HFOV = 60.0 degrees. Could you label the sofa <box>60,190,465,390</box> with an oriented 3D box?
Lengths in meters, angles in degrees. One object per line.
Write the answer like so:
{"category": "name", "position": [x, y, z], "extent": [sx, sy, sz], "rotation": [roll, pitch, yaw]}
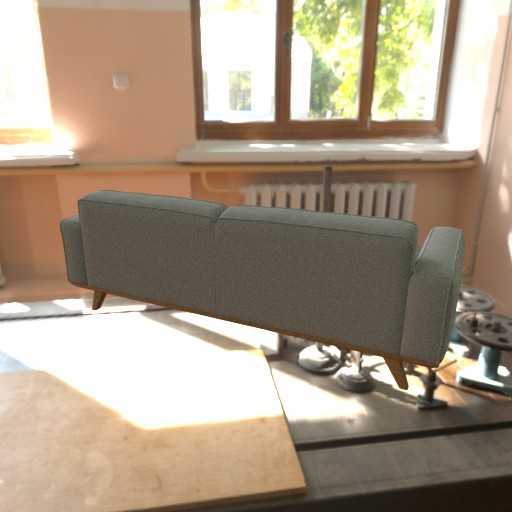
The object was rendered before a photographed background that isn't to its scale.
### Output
{"category": "sofa", "position": [0.000, 0.000, 2.690], "extent": [2.270, 0.781, 0.956], "rotation": [9, 20, 25]}
